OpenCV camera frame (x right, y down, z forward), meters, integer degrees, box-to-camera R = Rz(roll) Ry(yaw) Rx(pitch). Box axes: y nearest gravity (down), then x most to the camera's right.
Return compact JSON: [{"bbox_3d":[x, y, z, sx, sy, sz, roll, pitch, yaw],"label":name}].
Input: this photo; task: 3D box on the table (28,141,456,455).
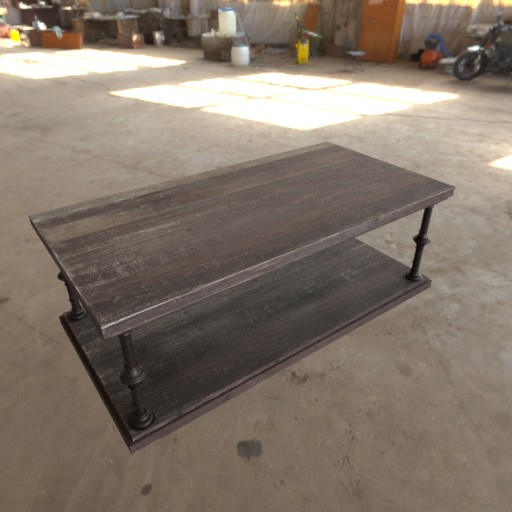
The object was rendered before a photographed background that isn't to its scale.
[{"bbox_3d":[0.000,0.000,1.354,1.088,0.373,0.554,-21,37,-30],"label":"table"}]
